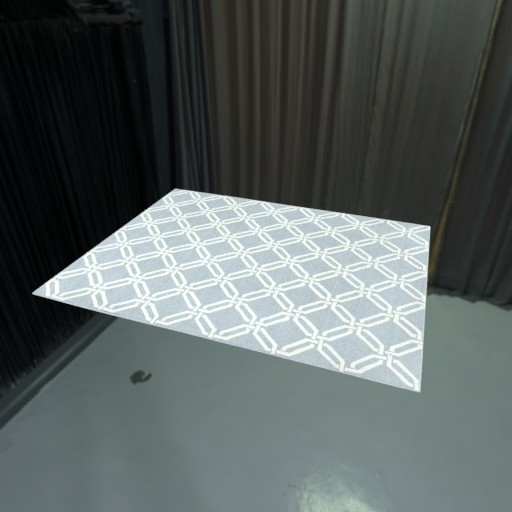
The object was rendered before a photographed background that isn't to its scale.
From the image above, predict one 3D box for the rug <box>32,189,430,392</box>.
[{"bbox_3d":[0.000,0.000,3.959,2.895,0.018,2.288,11,32,17],"label":"rug"}]
